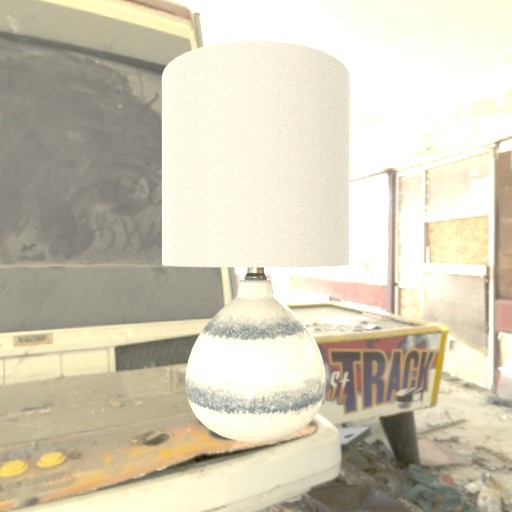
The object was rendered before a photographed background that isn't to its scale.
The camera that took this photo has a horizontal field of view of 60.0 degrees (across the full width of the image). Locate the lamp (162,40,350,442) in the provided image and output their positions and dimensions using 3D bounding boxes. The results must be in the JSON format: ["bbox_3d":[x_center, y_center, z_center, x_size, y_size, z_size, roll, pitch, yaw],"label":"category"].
[{"bbox_3d":[0.000,0.000,0.522,0.216,0.404,0.216,0,0,0],"label":"lamp"}]
